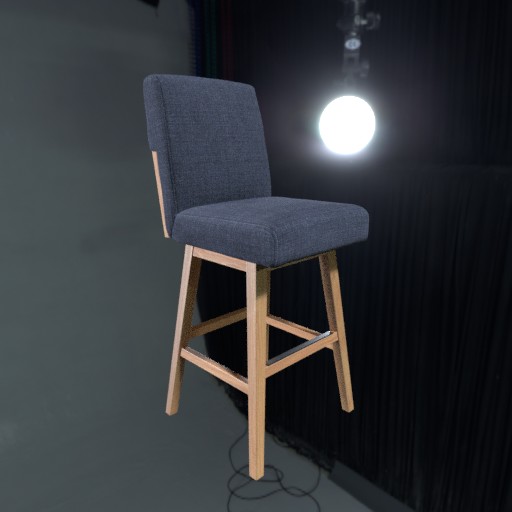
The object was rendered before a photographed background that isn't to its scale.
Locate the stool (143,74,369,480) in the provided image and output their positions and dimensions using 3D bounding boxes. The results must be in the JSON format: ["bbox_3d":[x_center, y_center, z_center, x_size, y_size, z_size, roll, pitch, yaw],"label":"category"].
[{"bbox_3d":[0.000,0.000,1.420,0.483,1.112,0.570,-14,20,-43],"label":"stool"}]
